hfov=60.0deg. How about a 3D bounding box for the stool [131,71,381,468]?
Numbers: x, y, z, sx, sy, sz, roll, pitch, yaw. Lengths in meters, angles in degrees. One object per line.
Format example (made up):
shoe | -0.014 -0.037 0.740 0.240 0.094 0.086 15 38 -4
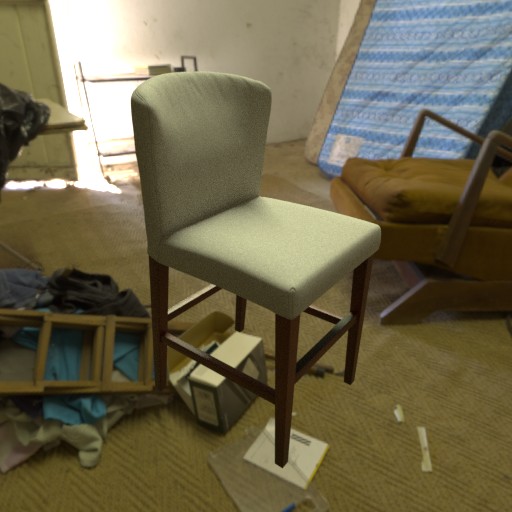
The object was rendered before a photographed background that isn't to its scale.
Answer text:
stool | 0.000 0.000 1.287 0.568 0.968 0.479 19 32 33
